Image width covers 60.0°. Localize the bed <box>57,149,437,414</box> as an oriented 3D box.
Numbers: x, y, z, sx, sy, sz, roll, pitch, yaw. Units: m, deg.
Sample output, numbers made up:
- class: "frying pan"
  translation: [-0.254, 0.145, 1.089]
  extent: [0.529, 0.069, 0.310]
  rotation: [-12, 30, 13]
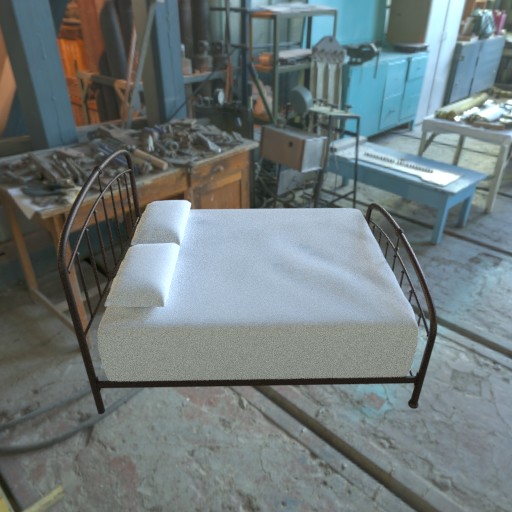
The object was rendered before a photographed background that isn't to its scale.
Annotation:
- class: "bed"
  translation: [0.000, 0.000, 3.337]
  extent: [2.180, 1.425, 1.711]
  rotation: [-1, 32, -1]
